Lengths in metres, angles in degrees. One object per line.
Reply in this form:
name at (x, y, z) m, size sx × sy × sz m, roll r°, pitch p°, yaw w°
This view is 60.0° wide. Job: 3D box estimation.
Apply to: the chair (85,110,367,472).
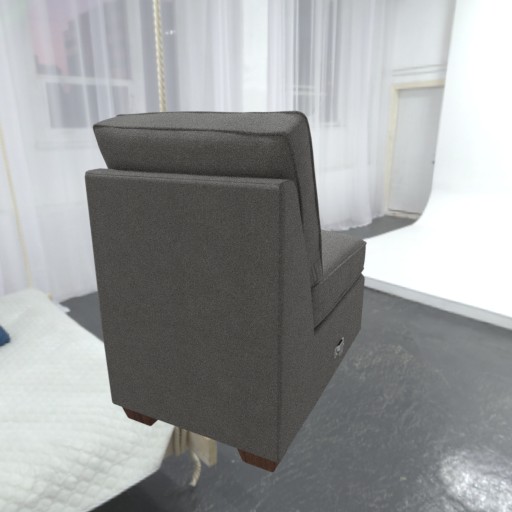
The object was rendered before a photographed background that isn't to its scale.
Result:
chair at (0.000, 0.000, 1.584) m, size 0.621 × 0.970 × 0.938 m, roll 8°, pitch 18°, yaw 25°
